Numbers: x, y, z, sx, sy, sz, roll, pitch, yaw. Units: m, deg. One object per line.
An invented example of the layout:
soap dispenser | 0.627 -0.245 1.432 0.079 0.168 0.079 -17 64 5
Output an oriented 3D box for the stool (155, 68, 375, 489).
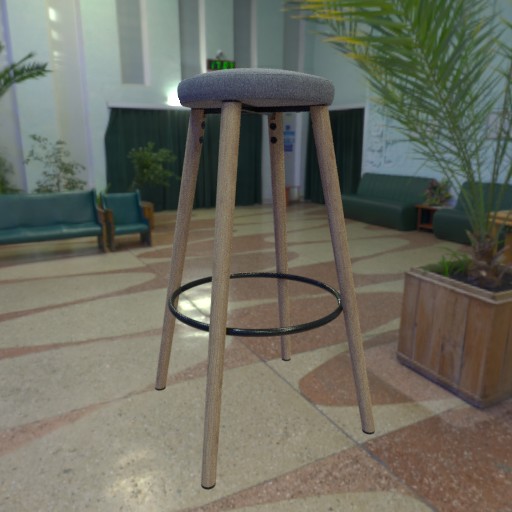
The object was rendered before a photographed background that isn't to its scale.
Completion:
stool | 0.000 0.000 0.998 0.410 0.770 0.410 -7 16 -25
